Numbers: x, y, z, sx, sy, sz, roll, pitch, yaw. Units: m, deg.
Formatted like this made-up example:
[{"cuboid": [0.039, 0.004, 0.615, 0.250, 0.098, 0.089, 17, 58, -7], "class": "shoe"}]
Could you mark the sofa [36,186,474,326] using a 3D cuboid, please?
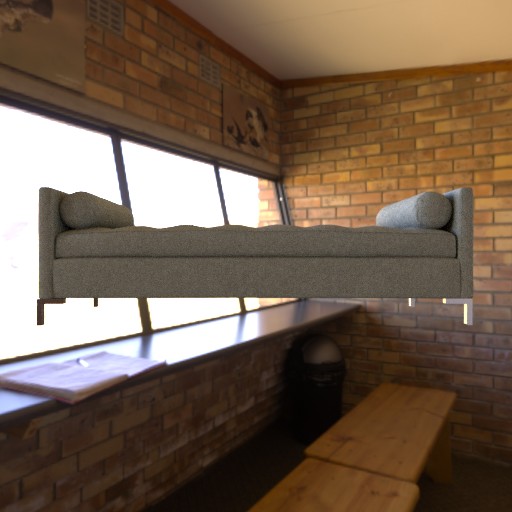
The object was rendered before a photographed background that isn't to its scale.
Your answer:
[{"cuboid": [0.000, 0.000, 2.486, 2.102, 0.657, 0.797, 0, 0, -1], "class": "sofa"}]
